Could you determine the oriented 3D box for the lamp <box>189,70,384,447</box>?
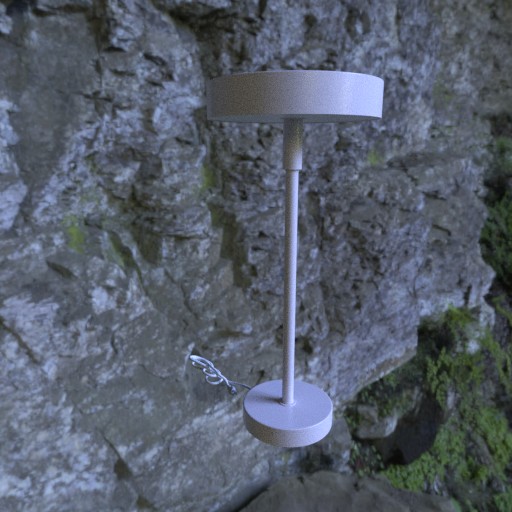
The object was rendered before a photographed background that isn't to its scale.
[{"bbox_3d":[0.000,0.000,0.691,0.229,0.508,0.369,-14,19,-43],"label":"lamp"}]
